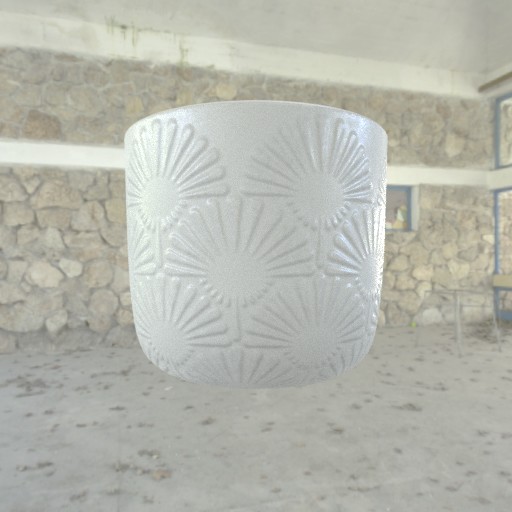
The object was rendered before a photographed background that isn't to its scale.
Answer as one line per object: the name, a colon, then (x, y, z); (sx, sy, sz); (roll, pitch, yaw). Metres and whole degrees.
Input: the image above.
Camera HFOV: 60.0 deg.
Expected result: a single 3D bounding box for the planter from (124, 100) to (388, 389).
planter: (0.000, 0.000, 0.217); (0.124, 0.109, 0.124); (0, -1, 0)
